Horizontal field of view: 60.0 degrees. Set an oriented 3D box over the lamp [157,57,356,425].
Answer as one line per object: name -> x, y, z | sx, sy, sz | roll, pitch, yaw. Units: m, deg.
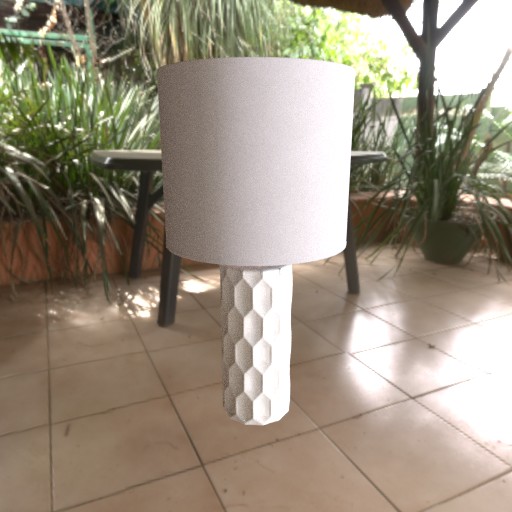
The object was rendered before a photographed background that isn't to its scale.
lamp -> 0.000, 0.000, 0.699 | 0.277, 0.537, 0.277 | -7, 17, -25
